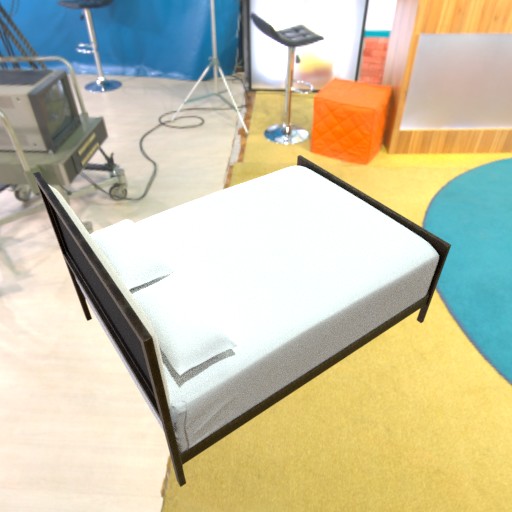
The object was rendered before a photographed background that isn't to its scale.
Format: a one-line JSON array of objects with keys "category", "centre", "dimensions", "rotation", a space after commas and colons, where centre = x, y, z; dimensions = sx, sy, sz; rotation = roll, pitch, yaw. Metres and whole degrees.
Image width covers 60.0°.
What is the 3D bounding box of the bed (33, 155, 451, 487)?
[{"category": "bed", "centre": [0.000, 0.000, 3.137], "dimensions": [2.221, 1.313, 1.607], "rotation": [-25, 46, -26]}]
